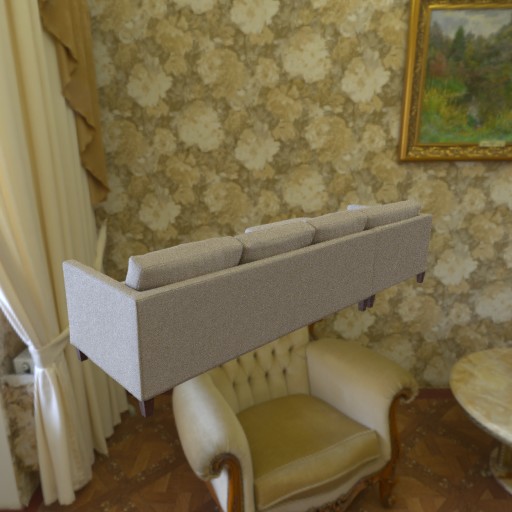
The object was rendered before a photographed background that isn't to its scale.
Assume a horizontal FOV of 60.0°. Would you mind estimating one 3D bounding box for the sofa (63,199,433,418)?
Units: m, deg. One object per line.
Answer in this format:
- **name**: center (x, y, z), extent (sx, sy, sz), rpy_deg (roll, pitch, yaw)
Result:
- **sofa**: center (0.000, 0.000, 3.817), extent (3.186, 0.846, 1.625), rpy_deg (-15, 22, -42)
